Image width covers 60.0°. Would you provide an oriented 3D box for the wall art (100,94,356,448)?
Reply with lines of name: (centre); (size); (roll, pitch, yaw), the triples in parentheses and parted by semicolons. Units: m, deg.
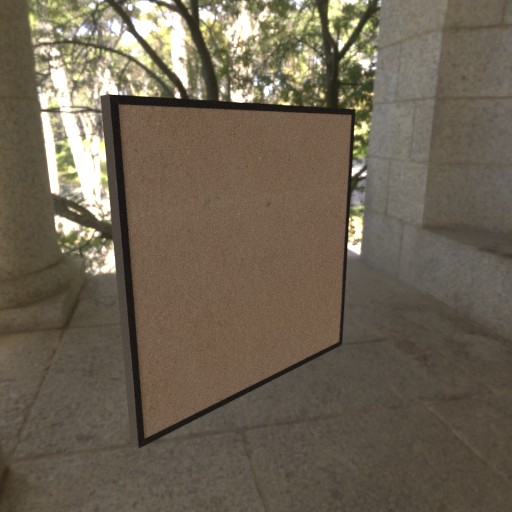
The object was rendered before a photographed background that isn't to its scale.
wall art: (0.000, 0.000, 1.171); (0.762, 0.762, 0.038); (-14, 21, -41)
